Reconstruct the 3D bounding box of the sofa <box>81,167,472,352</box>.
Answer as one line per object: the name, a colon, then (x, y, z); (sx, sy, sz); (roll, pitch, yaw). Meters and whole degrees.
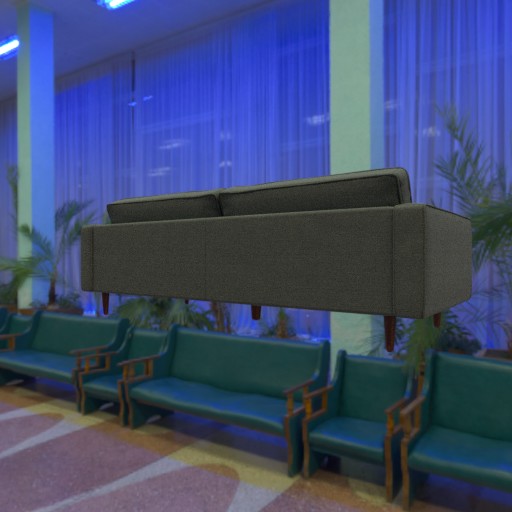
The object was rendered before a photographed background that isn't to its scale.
sofa: (0.000, 0.000, 2.624); (2.198, 0.762, 0.914); (0, 0, 36)
